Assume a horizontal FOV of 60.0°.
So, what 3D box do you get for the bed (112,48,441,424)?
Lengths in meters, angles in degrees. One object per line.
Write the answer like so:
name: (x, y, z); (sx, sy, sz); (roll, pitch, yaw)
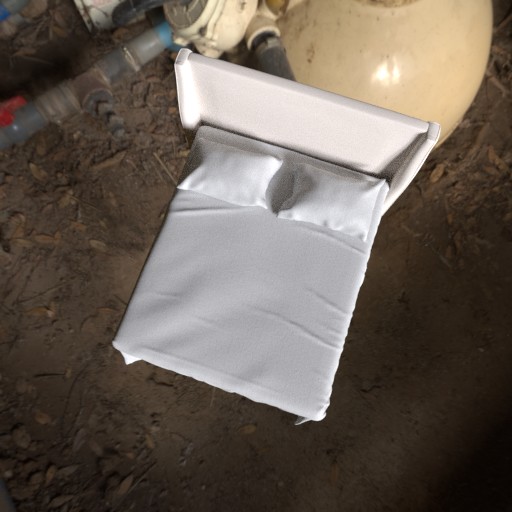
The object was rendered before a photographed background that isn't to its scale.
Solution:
bed: (0.000, 0.000, 3.449); (1.925, 1.332, 2.276); (18, 77, 4)
